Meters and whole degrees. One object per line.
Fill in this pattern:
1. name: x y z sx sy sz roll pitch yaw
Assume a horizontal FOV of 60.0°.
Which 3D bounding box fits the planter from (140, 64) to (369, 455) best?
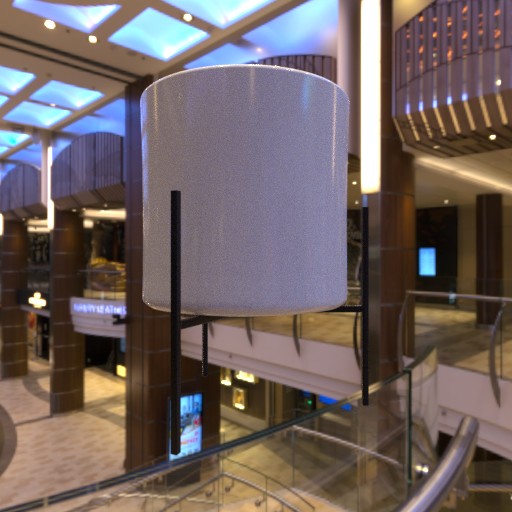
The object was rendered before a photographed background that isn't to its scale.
1. planter: 0.000 0.000 0.713 0.361 0.480 0.360 0 0 -1
